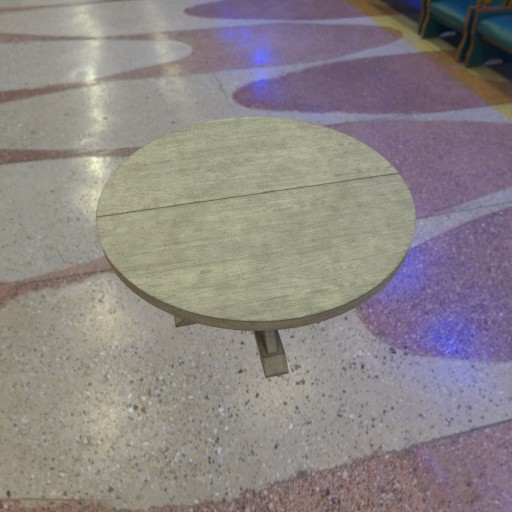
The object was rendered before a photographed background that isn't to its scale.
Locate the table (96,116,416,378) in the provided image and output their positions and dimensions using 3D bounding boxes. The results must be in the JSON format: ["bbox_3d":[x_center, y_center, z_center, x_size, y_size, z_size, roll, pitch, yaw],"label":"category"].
[{"bbox_3d":[0.000,0.000,2.221,1.363,0.781,1.363,0,46,0],"label":"table"}]
